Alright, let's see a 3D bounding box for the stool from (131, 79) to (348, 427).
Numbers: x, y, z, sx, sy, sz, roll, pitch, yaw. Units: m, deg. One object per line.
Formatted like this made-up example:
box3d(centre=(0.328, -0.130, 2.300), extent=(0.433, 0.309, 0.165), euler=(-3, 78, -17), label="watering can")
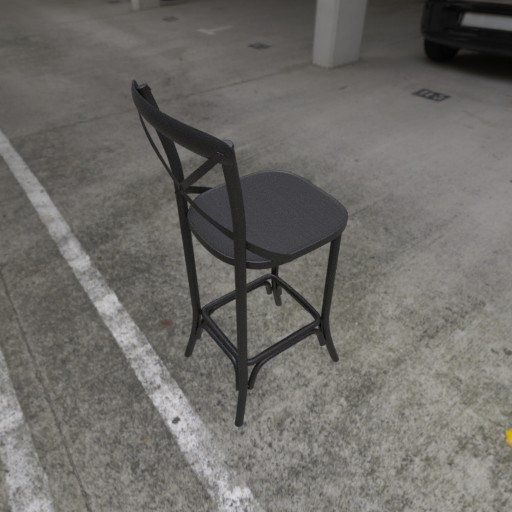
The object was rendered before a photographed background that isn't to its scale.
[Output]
box3d(centre=(0.000, 0.000, 1.477), extent=(0.584, 1.168, 0.457), euler=(-25, 47, -26), label="stool")
